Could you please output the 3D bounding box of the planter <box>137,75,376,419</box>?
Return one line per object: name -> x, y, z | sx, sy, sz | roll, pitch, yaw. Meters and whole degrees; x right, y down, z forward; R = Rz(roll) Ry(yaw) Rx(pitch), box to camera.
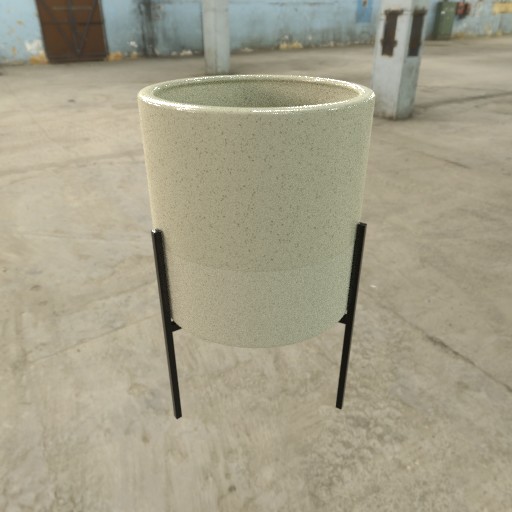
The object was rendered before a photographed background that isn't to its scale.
planter -> 0.000, 0.000, 0.543 | 0.234, 0.390, 0.243 | -2, 29, -4
